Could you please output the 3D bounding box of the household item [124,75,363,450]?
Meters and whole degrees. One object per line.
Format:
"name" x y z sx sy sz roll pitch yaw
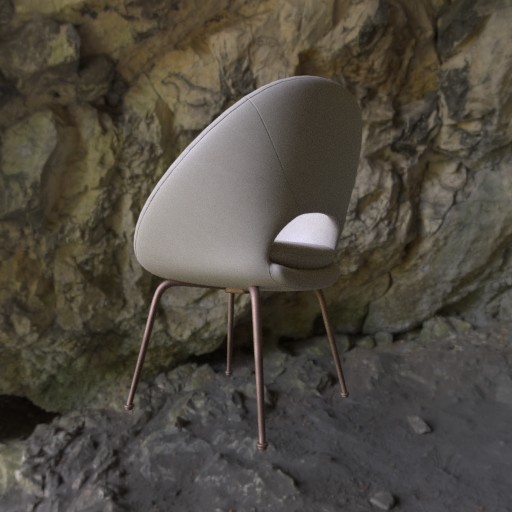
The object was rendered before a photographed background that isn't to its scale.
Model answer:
"household item" 0.000 0.000 1.268 0.573 0.852 0.623 0 0 35
